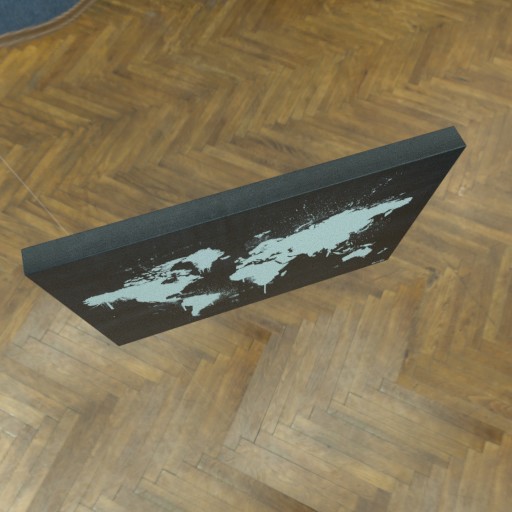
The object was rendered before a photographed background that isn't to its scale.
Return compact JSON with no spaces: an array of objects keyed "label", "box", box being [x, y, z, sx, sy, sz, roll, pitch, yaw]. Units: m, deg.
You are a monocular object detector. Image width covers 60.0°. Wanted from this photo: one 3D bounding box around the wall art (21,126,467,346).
[{"label":"wall art","box":[0.000,0.000,0.773,0.610,0.409,0.038,-17,67,-7]}]
